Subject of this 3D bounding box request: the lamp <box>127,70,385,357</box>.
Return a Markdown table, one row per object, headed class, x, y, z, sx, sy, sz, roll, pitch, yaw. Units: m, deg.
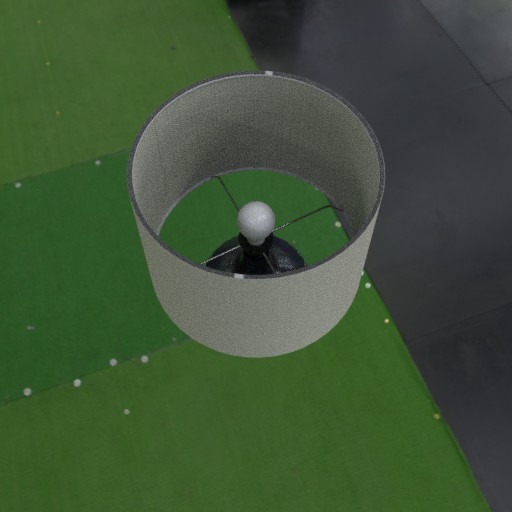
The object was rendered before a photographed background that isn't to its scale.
| class | x | y | z | sx | sy | sz | roll | pitch | yaw |
| --- | --- | --- | --- | --- | --- | --- | --- | --- | --- |
| lamp | 0.000 | 0.000 | 0.803 | 0.376 | 0.540 | 0.376 | 0 | 64 | 0 |
